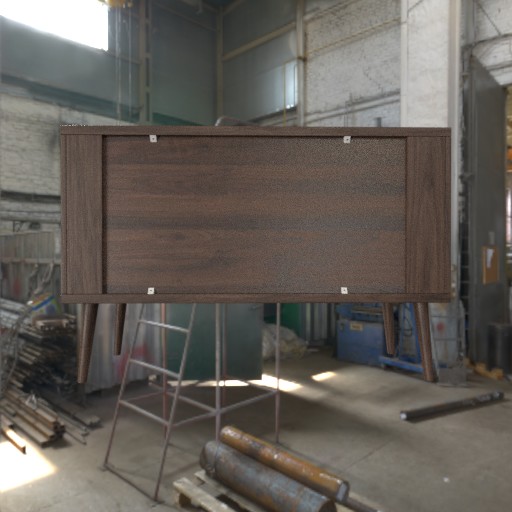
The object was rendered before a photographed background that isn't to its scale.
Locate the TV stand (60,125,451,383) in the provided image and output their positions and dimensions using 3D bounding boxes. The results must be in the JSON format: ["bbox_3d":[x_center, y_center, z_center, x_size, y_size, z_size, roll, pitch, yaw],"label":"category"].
[{"bbox_3d":[0.000,0.000,1.326,0.990,0.660,0.405,0,0,-1],"label":"TV stand"}]
